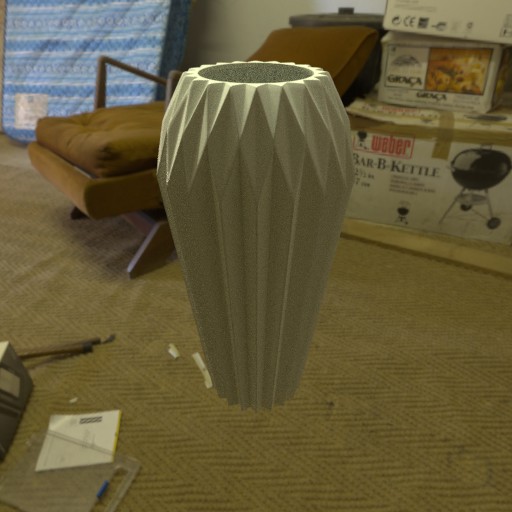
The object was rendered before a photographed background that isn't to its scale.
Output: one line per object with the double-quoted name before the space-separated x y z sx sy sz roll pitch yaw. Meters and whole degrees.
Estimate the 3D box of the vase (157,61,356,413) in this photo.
"vase" 0.000 0.000 0.338 0.133 0.263 0.133 0 32 0
